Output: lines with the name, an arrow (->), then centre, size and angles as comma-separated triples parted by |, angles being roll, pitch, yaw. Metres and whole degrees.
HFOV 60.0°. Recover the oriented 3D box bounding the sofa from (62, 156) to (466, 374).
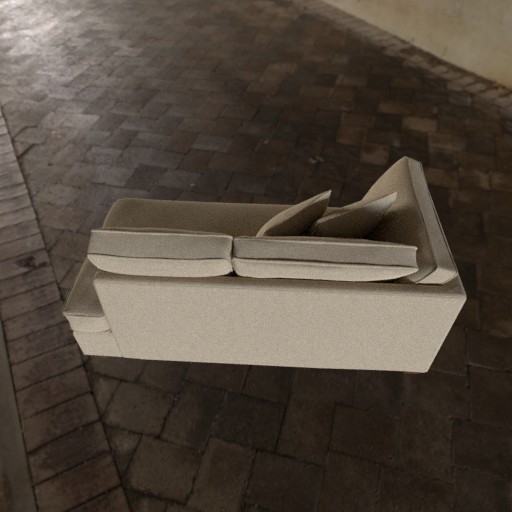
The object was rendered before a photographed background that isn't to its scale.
sofa -> 0.000, 0.000, 2.901 | 2.237, 1.033, 1.110 | 2, 46, 2
